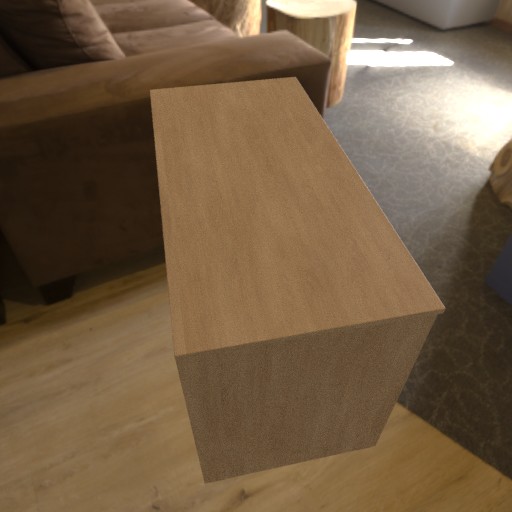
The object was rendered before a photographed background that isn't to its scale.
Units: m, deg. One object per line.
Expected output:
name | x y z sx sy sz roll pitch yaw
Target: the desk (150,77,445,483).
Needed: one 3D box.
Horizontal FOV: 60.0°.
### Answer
desk | 0.000 0.000 1.646 0.600 0.770 1.251 -8 46 -8
